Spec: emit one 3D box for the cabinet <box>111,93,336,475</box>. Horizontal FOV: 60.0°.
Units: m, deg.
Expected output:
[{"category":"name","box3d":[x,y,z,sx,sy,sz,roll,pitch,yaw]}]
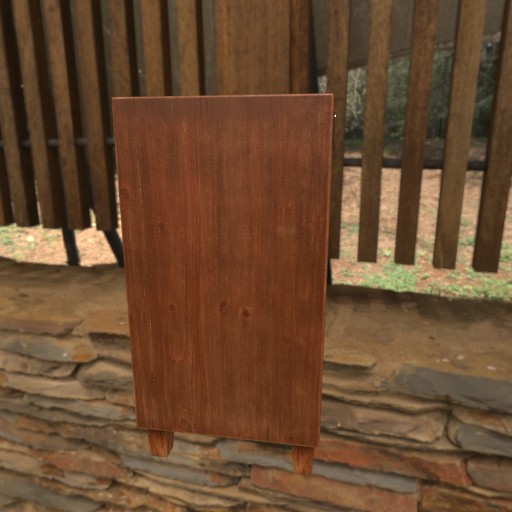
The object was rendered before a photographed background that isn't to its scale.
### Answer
[{"category":"cabinet","box3d":[0.000,0.000,1.257,0.412,0.785,0.796,2,15,9]}]
